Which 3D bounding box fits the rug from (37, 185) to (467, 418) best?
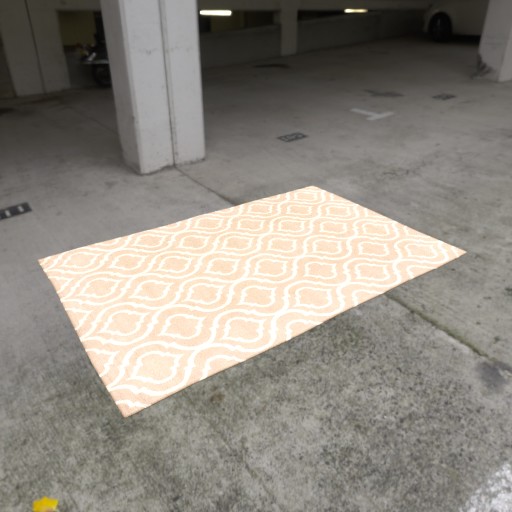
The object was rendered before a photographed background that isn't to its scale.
[{"bbox_3d":[0.000,0.000,2.145,1.761,0.013,1.152,-19,35,-30],"label":"rug"}]
